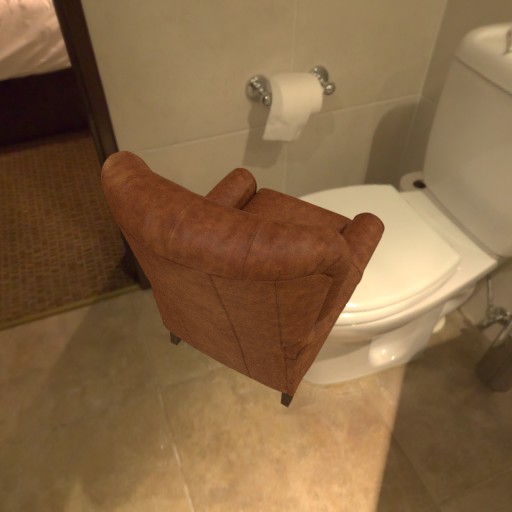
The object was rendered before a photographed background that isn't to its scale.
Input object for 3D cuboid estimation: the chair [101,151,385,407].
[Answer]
[{"bbox_3d":[0.000,0.000,1.987,0.951,1.164,1.059,23,51,21],"label":"chair"}]
